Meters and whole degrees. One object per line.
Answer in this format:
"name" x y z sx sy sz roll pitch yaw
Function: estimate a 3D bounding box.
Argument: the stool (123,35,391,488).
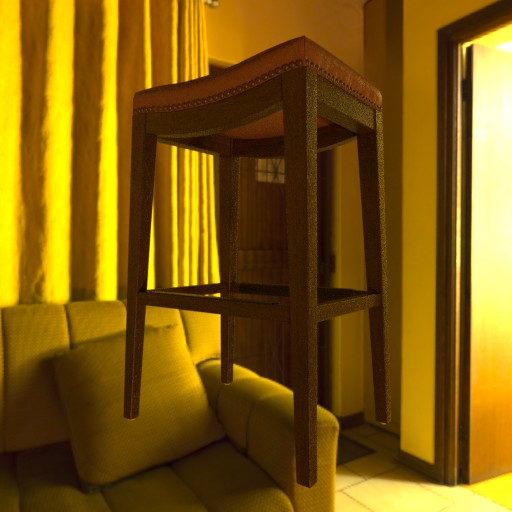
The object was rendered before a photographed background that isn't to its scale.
"stool" 0.000 0.000 1.011 0.500 0.759 0.361 1 1 38
